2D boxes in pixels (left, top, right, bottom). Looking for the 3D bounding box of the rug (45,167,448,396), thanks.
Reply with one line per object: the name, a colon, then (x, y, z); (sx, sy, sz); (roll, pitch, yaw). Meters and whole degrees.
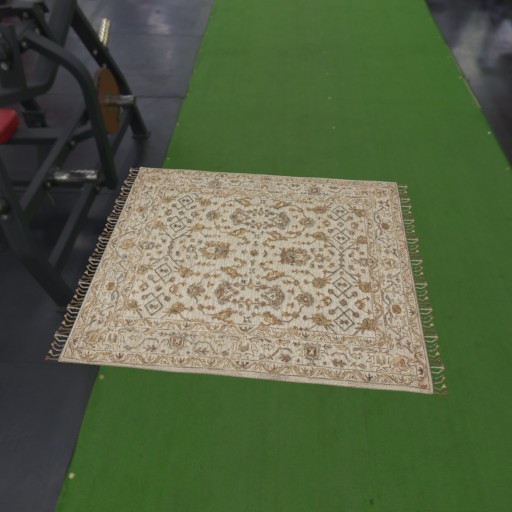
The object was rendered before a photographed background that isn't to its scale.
rug: (0.000, 0.000, 4.100); (3.061, 0.034, 2.426); (4, 49, 4)
